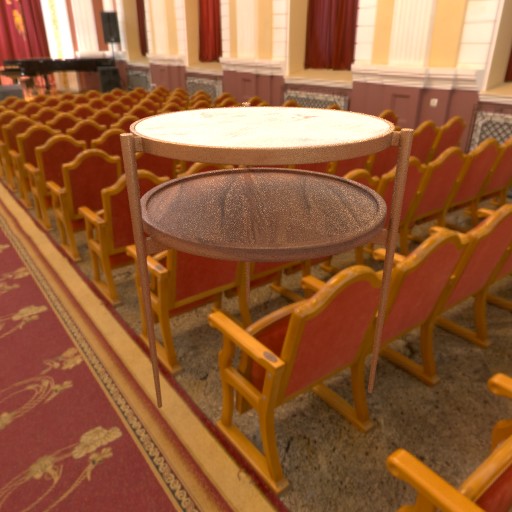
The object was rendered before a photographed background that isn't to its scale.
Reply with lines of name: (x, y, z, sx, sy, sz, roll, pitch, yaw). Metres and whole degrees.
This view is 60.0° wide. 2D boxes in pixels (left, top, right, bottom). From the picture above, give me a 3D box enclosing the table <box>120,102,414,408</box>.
table: (0.000, 0.000, 0.829, 0.456, 0.493, 0.430, -17, 31, -32)
